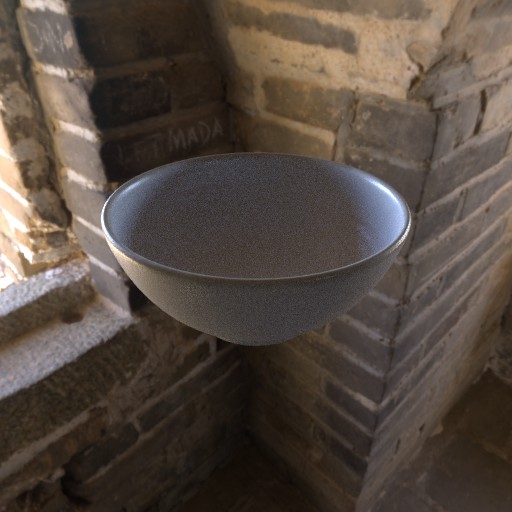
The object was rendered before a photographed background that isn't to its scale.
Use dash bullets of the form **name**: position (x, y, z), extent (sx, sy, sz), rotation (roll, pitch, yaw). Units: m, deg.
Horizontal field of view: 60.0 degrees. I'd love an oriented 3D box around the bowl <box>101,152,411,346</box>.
- **bowl**: position (0.000, 0.000, 0.429), extent (0.268, 0.121, 0.268), rotation (0, 31, 0)
